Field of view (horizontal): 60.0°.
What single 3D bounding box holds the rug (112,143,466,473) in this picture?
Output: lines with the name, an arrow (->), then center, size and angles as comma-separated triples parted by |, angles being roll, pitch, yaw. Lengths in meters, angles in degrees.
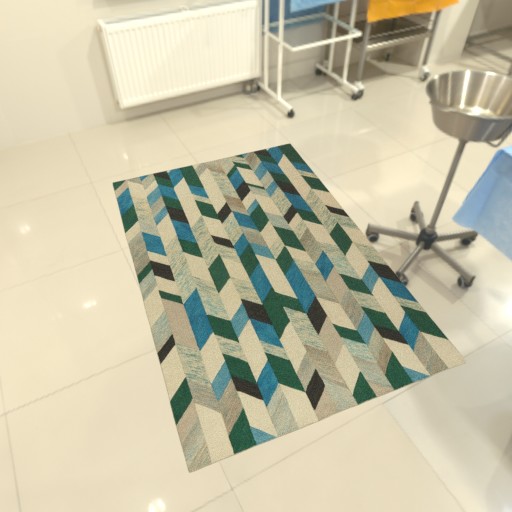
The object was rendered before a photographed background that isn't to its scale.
rug -> 0.000, 0.000, 2.326 | 1.229, 0.005, 1.827 | -16, 49, -14
